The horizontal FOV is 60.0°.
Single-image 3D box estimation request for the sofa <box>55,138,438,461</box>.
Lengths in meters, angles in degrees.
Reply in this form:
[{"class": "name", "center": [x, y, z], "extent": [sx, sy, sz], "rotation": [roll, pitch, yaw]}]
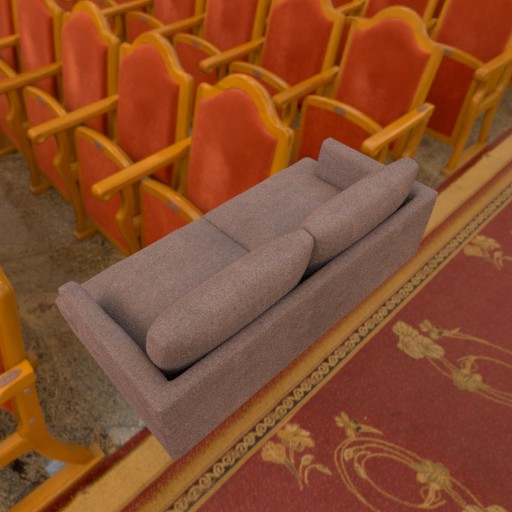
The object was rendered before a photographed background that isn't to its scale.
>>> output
[{"class": "sofa", "center": [0.000, 0.000, 2.492], "extent": [1.948, 0.868, 1.020], "rotation": [-34, 55, -28]}]
